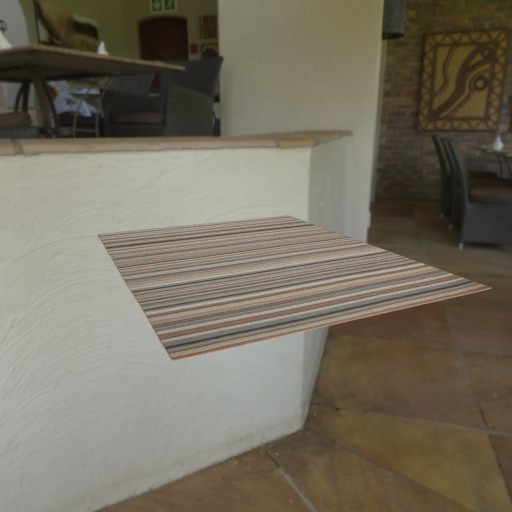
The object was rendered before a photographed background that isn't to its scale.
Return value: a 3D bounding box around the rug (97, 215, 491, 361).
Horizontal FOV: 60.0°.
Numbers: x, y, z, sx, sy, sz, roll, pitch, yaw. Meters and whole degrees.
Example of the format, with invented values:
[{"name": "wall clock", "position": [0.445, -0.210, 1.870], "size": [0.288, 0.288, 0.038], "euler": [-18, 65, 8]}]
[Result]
[{"name": "rug", "position": [0.000, 0.000, 4.097], "size": [2.436, 0.011, 3.045], "euler": [-8, 18, -25]}]
